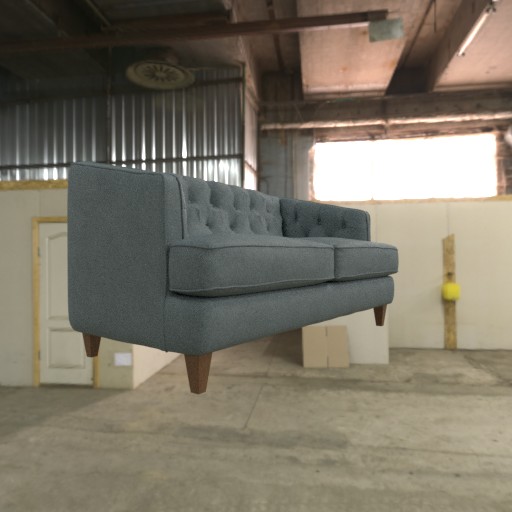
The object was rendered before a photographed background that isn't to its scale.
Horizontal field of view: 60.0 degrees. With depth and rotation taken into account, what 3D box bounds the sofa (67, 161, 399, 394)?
[{"bbox_3d":[0.000,0.000,2.261,0.941,0.855,1.733,0,1,36],"label":"sofa"}]
